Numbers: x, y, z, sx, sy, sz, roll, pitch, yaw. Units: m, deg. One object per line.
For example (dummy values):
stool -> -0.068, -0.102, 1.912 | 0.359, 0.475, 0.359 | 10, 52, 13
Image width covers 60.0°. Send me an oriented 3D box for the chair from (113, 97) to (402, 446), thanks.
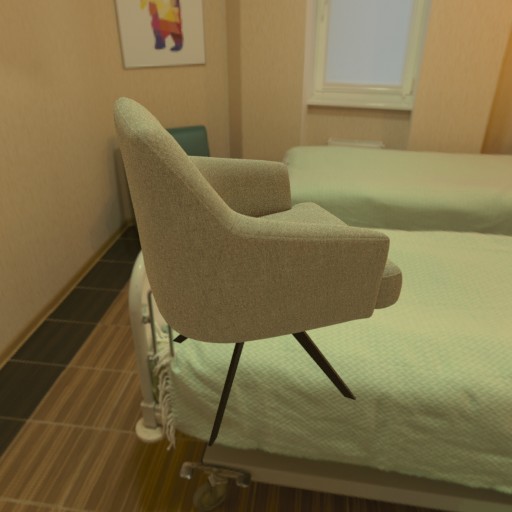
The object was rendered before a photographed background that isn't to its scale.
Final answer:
chair -> 0.000, 0.000, 1.306 | 0.677, 0.874, 0.642 | -11, 31, -18
